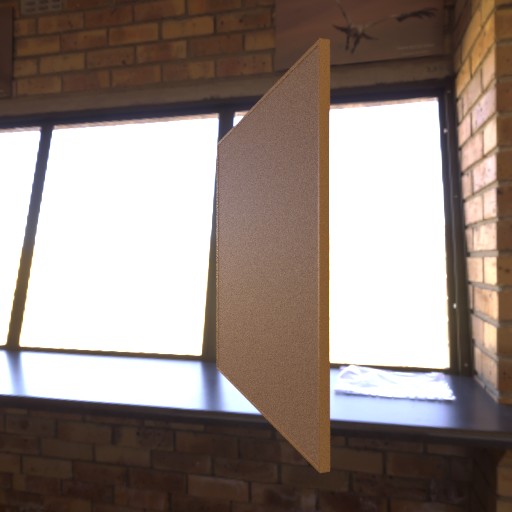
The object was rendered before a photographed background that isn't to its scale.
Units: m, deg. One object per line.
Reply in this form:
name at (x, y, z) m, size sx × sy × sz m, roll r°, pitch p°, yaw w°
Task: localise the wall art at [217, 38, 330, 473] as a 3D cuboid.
wall art at (0.000, 0.000, 0.682) m, size 0.013 × 0.455 × 0.457 m, roll 0°, pitch 0°, yaw -19°
